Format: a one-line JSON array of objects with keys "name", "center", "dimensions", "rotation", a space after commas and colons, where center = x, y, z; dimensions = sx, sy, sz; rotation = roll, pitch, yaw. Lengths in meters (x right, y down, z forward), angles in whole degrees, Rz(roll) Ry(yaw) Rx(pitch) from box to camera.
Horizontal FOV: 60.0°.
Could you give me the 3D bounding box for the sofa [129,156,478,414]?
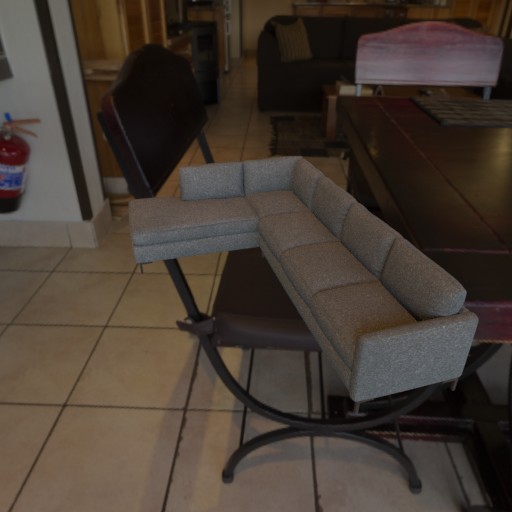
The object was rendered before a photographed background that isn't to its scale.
[{"name": "sofa", "center": [0.000, 0.000, 3.751], "dimensions": [2.007, 0.815, 2.949], "rotation": [-8, 31, -14]}]
